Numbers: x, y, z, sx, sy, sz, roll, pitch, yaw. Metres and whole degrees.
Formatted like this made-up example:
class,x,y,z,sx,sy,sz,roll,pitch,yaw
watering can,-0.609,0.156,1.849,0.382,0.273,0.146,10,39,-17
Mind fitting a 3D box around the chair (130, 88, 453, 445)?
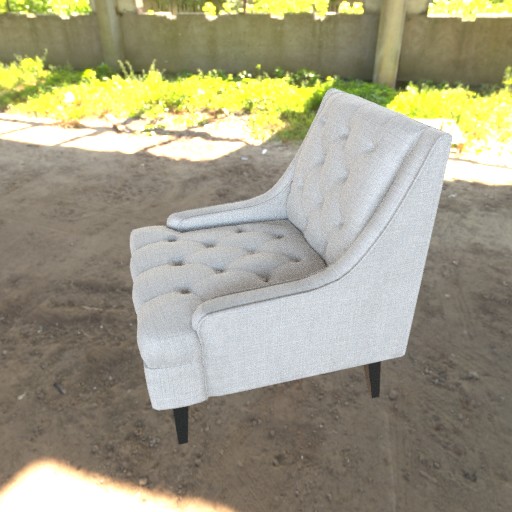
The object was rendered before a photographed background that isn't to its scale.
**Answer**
class,x,y,z,sx,sy,sz,roll,pitch,yaw
chair,0.000,0.000,1.396,0.772,0.891,0.658,-8,31,-14
